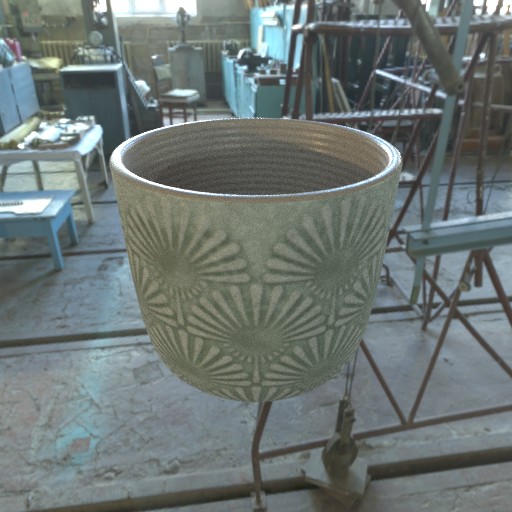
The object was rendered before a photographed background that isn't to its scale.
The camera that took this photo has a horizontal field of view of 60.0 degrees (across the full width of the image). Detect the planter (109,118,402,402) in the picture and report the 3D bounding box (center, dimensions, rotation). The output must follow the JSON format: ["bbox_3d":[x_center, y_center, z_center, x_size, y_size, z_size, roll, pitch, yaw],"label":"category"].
[{"bbox_3d":[0.000,0.000,0.220,0.124,0.109,0.124,0,29,0],"label":"planter"}]
